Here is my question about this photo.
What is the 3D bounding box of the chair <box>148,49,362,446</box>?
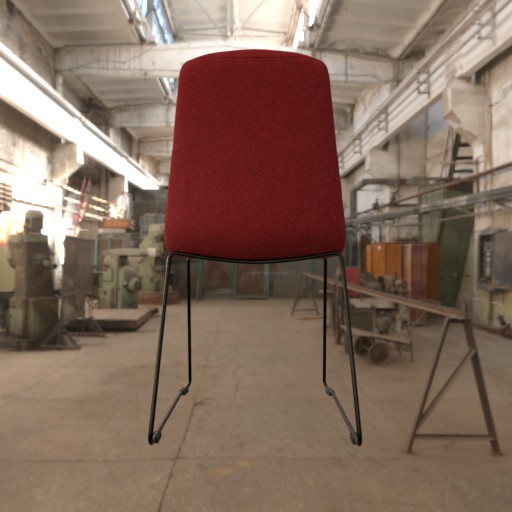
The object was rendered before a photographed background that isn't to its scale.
[{"bbox_3d":[0.000,0.000,1.167,0.479,0.858,0.518,0,0,1],"label":"chair"}]
